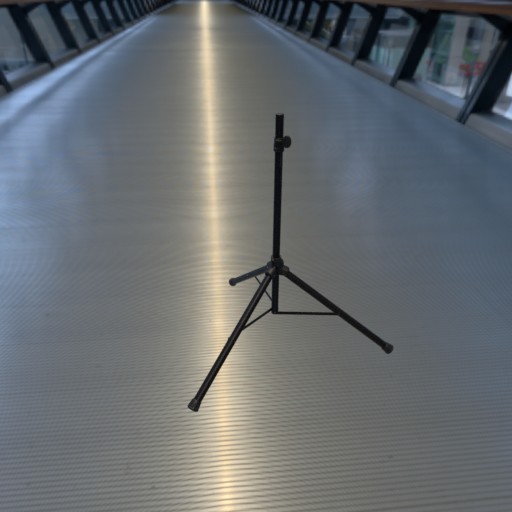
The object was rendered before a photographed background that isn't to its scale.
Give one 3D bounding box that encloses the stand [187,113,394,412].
[{"bbox_3d":[0.000,0.000,1.904,1.045,1.136,0.907,22,36,33],"label":"stand"}]
